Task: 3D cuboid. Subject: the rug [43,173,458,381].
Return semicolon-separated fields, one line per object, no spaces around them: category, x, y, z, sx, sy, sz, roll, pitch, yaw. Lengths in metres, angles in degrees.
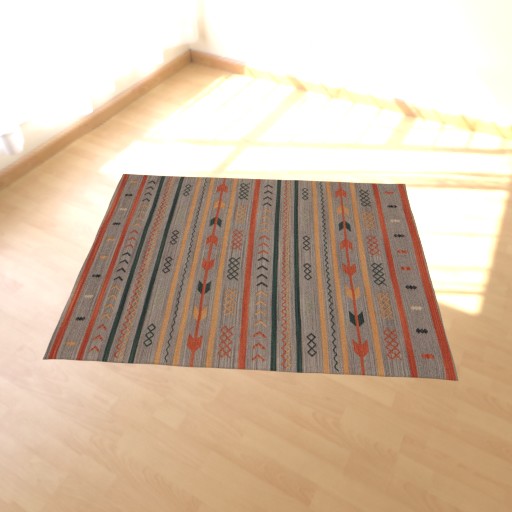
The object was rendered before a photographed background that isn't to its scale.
rug;0.000;0.000;3.973;3.029;0.022;2.263;2;47;2
